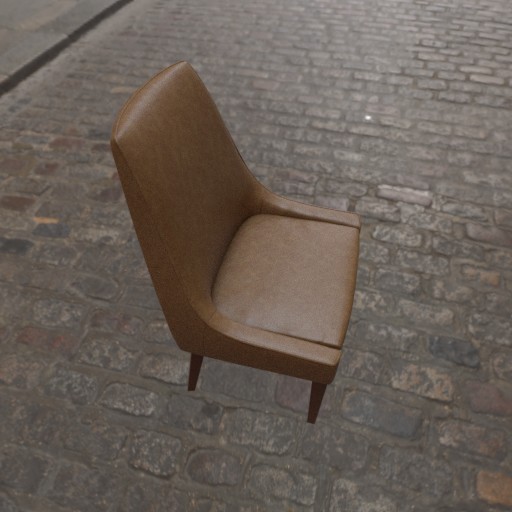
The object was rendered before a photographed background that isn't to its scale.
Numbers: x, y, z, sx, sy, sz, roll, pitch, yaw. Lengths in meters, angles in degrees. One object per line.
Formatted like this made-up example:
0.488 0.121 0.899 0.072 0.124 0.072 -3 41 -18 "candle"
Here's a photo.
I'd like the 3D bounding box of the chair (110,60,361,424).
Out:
0.000 0.000 1.186 0.544 0.861 0.529 11 48 10 "chair"
